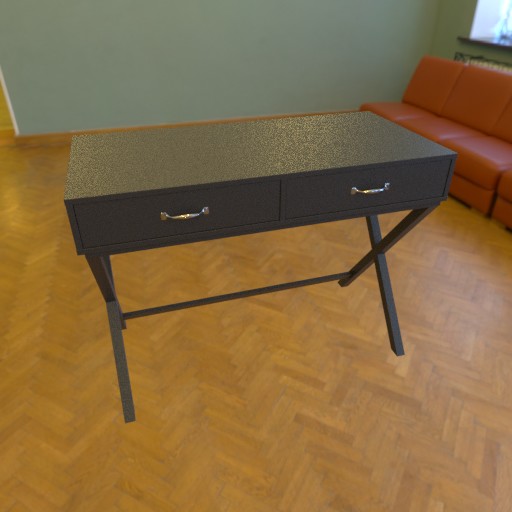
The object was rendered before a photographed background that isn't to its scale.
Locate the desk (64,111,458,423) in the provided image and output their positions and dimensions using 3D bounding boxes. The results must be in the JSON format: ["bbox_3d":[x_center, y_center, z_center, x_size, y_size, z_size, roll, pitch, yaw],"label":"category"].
[{"bbox_3d":[0.000,0.000,1.532,1.057,0.780,0.525,-9,33,-15],"label":"desk"}]
